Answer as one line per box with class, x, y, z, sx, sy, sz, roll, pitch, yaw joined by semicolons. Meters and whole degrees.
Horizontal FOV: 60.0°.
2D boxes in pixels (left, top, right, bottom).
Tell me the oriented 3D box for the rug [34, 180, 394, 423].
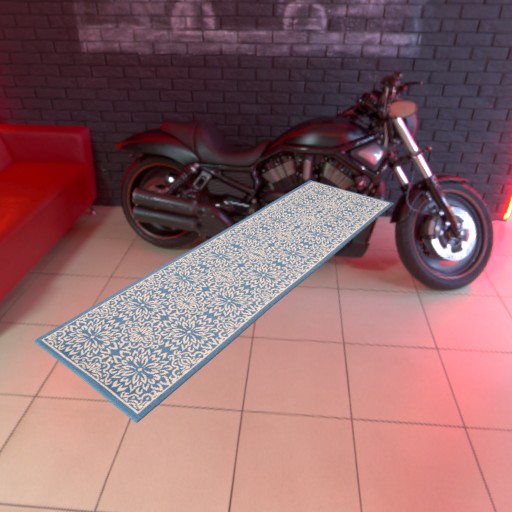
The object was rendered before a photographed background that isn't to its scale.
rug;0.000;0.000;2.420;0.662;0.011;2.196;22;38;31
